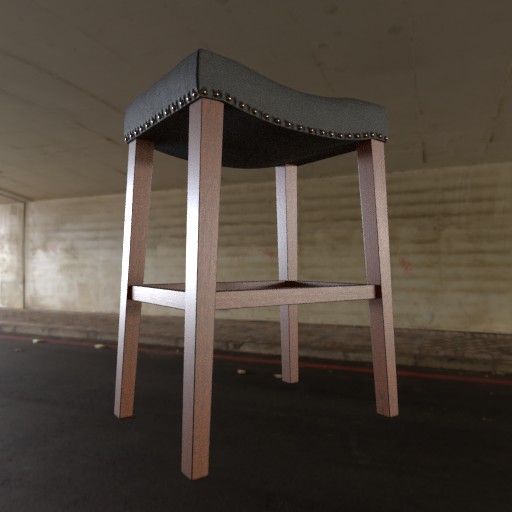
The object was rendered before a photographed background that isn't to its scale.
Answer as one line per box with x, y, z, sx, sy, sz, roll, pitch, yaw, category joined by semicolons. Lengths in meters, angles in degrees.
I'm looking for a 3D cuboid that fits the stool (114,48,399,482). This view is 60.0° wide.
0.000;0.000;0.851;0.439;0.612;0.320;1;-1;-36;stool
